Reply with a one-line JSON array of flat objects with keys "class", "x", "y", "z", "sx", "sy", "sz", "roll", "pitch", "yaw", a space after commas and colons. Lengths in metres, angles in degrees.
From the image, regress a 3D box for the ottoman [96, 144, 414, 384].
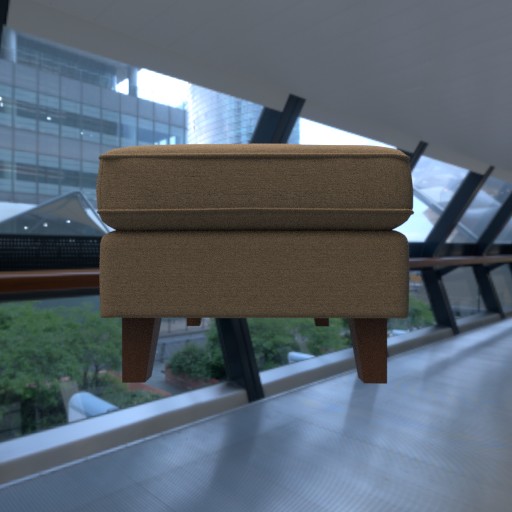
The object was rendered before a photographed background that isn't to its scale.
[{"class": "ottoman", "x": 0.000, "y": 0.000, "z": 1.310, "sx": 0.636, "sy": 0.521, "sz": 0.945, "roll": 0, "pitch": -1, "yaw": 1}]
